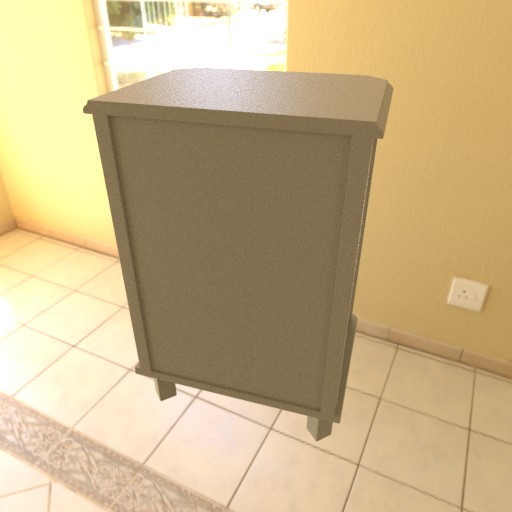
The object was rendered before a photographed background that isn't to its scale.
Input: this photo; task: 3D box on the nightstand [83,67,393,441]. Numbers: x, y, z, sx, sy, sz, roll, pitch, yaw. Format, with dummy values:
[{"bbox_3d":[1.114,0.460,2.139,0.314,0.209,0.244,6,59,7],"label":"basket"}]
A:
[{"bbox_3d":[0.000,0.000,0.936,0.450,0.680,0.350,9,33,14],"label":"nightstand"}]
